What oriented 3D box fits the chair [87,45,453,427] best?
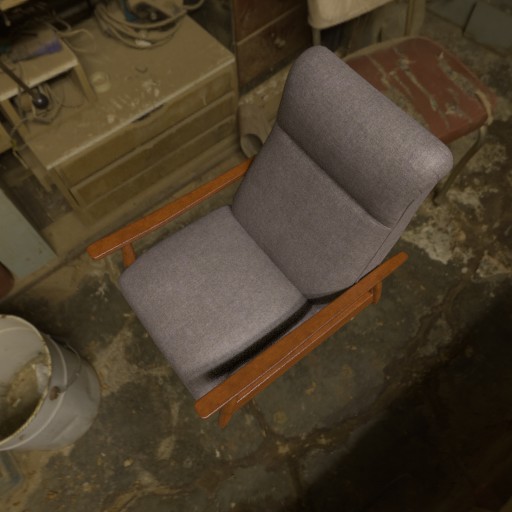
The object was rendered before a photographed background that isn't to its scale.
[{"bbox_3d":[0.000,0.000,1.719,1.014,1.081,0.762,-35,69,-16],"label":"chair"}]
